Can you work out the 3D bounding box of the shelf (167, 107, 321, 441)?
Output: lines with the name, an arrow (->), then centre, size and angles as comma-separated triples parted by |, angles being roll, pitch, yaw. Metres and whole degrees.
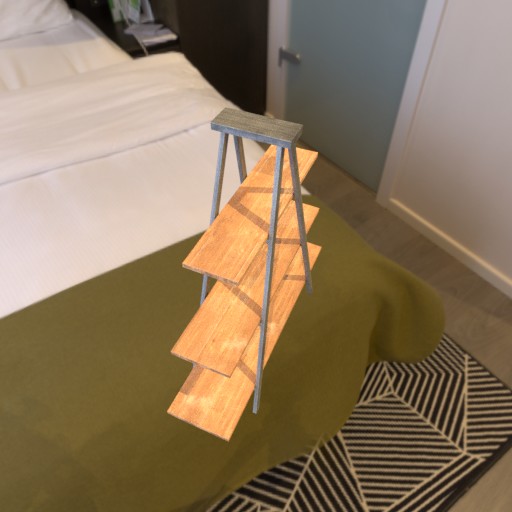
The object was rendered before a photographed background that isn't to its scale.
shelf -> 0.000, 0.000, 2.752 | 0.508, 1.808, 1.746 | 18, 50, 16
